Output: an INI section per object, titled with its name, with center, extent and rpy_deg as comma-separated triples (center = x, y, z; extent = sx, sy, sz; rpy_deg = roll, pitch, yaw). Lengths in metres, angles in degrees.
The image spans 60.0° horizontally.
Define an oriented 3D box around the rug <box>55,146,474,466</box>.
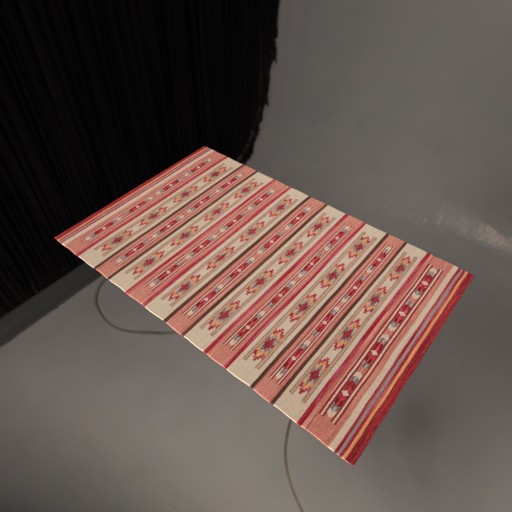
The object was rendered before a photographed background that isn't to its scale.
[rug]
center = 0.000, 0.000, 3.012
extent = 2.431, 0.010, 1.535
rpy_deg = 31, 53, 26
